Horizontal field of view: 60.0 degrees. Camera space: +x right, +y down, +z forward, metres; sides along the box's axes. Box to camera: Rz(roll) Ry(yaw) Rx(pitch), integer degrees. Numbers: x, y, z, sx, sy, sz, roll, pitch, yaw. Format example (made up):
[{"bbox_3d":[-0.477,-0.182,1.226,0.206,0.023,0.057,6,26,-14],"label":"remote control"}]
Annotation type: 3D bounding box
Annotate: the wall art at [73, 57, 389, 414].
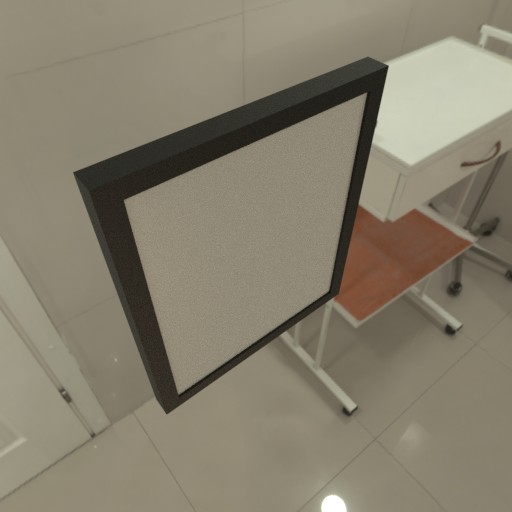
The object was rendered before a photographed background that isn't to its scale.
[{"bbox_3d":[0.000,0.000,0.535,0.330,0.381,0.029,-30,54,-25],"label":"wall art"}]
